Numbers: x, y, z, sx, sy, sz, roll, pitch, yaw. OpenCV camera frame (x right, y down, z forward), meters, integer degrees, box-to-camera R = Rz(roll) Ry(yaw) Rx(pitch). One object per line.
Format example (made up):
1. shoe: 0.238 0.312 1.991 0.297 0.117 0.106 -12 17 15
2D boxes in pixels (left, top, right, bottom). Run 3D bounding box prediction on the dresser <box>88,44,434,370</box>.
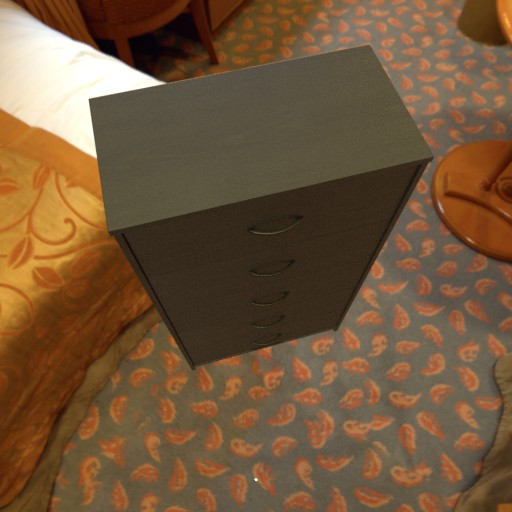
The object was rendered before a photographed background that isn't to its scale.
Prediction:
1. dresser: 0.000 0.000 1.551 0.704 1.255 0.399 -14 64 -7
